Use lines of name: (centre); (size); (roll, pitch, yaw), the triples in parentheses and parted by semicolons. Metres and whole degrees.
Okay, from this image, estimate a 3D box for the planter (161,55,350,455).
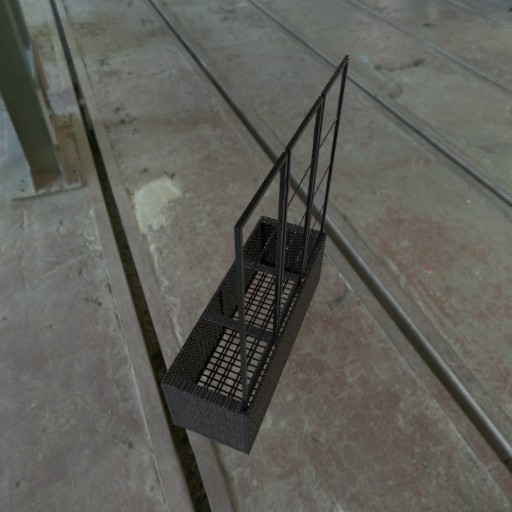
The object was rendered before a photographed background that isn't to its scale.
planter: (0.000, 0.000, 1.189); (0.244, 0.841, 0.699); (16, 48, 15)
